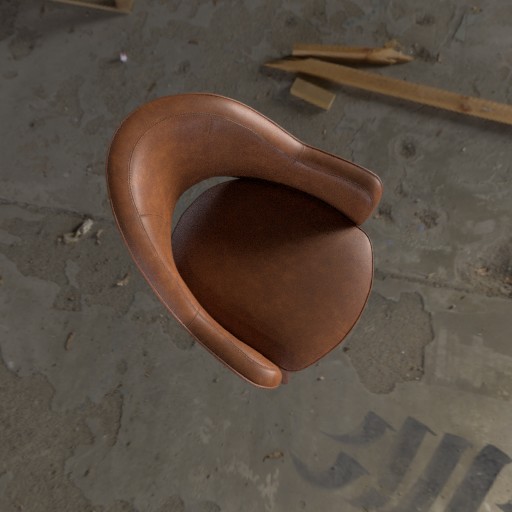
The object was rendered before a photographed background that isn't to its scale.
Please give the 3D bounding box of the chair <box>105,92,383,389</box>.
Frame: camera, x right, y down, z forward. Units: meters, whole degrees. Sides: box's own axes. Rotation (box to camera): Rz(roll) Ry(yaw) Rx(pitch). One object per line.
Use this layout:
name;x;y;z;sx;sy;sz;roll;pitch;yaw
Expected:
chair;0.000;0.000;1.215;0.640;0.777;0.591;30;76;8
